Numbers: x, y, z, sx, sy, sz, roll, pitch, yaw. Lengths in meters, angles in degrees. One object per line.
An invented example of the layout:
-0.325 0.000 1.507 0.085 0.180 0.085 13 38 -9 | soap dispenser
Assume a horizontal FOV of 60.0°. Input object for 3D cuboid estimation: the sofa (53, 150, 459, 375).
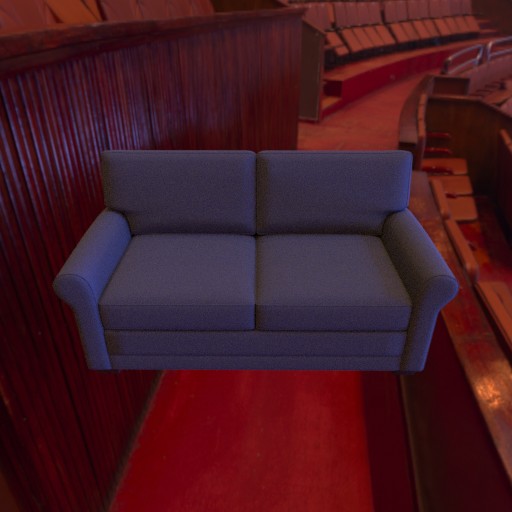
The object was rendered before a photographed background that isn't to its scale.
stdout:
0.000 0.000 2.527 1.930 1.020 0.940 0 31 0 | sofa
